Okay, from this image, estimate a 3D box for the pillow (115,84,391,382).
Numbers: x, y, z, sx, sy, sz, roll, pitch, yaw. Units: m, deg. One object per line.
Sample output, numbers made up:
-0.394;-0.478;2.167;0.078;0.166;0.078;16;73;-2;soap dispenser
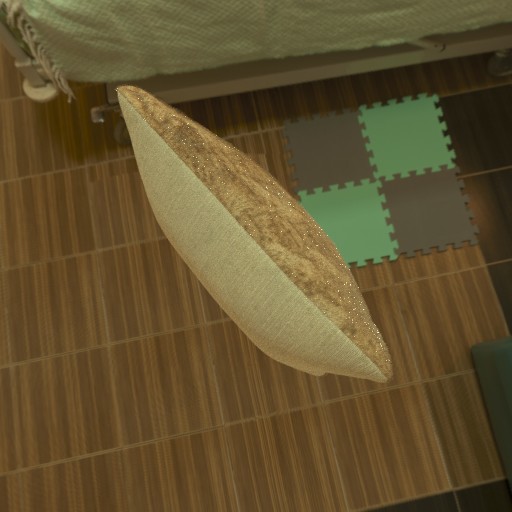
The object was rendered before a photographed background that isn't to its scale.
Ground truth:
0.000;0.000;0.817;0.216;0.525;0.538;-40;80;-9;pillow
